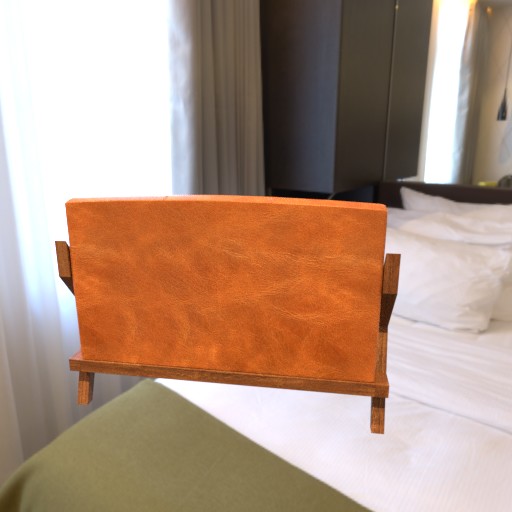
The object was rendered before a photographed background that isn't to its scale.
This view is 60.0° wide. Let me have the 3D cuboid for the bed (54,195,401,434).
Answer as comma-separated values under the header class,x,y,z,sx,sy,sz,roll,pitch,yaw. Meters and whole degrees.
class,x,y,z,sx,sy,sz,roll,pitch,yaw
bed,0.000,0.000,3.256,1.651,1.168,2.311,2,15,9
